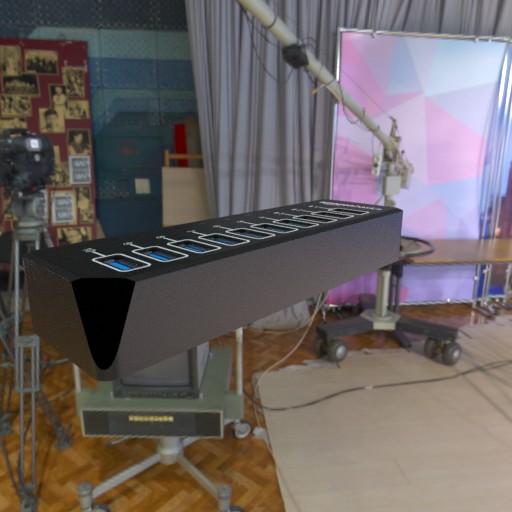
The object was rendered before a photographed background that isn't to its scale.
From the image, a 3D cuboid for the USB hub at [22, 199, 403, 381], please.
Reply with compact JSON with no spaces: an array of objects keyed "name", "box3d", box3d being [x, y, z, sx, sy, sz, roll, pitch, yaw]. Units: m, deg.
[{"name":"USB hub","box3d":[0.000,0.000,0.161,0.044,0.023,0.145,14,21,42]}]
